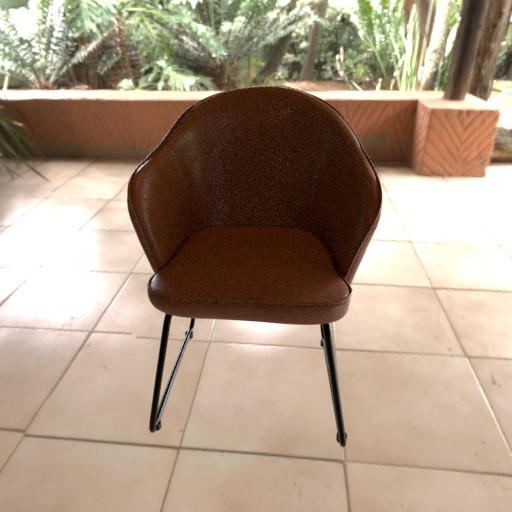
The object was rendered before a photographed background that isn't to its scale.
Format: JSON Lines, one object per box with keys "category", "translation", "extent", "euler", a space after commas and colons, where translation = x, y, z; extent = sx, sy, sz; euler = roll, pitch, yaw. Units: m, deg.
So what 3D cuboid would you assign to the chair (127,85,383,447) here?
{"category": "chair", "translation": [0.000, 0.000, 1.184], "extent": [0.582, 0.785, 0.580], "euler": [2, 28, 4]}
